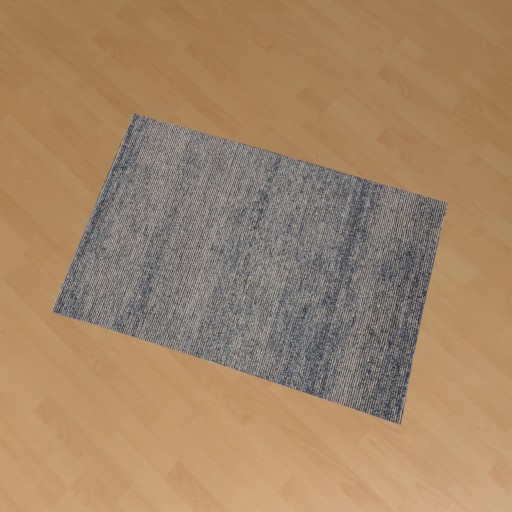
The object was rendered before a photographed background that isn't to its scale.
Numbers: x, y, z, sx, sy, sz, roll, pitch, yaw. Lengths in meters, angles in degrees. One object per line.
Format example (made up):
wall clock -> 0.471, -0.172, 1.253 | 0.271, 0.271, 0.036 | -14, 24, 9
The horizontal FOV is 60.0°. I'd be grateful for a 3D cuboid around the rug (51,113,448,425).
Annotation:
rug -> 0.000, 0.000, 2.277 | 1.793, 0.025, 1.159 | 17, 77, 4
